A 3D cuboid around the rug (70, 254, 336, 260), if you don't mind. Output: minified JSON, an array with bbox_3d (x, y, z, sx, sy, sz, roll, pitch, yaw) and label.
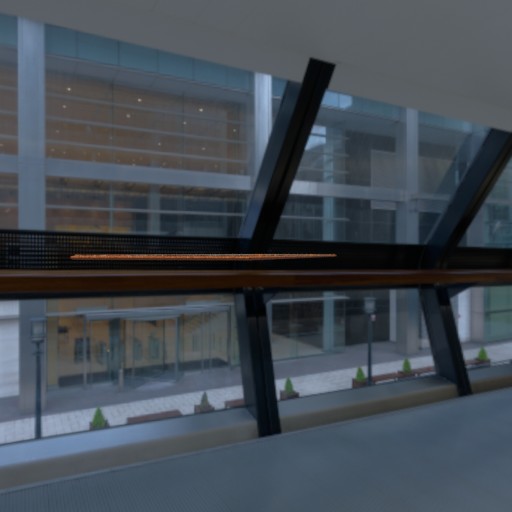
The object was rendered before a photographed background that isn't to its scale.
[{"bbox_3d":[0.000,0.000,2.507,0.651,0.016,2.274,0,0,17],"label":"rug"}]
